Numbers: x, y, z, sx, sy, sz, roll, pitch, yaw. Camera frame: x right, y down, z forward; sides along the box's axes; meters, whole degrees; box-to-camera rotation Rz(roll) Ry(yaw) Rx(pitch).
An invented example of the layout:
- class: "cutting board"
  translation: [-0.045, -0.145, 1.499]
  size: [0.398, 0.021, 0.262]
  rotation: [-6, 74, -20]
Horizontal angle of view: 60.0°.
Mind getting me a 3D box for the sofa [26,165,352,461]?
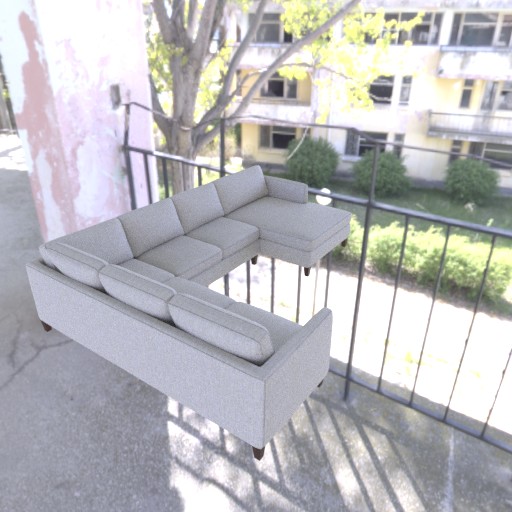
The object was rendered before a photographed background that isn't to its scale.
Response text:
- class: "sofa"
  translation: [0.000, 0.000, 4.497]
  size: [2.551, 0.889, 3.403]
  rotation: [18, 32, 31]
